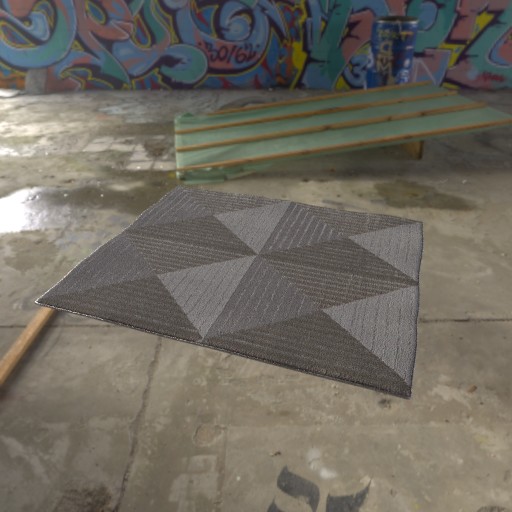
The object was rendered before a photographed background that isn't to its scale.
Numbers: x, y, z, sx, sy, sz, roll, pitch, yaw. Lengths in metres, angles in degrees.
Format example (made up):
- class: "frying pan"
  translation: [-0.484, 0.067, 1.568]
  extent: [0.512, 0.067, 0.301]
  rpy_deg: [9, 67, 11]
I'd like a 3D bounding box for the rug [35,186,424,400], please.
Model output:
- class: "rug"
  translation: [0.000, 0.000, 0.904]
  extent: [0.642, 0.008, 0.551]
  rpy_deg: [11, 34, 16]
